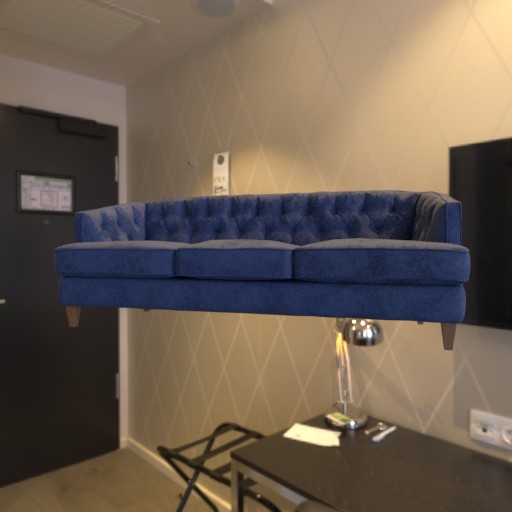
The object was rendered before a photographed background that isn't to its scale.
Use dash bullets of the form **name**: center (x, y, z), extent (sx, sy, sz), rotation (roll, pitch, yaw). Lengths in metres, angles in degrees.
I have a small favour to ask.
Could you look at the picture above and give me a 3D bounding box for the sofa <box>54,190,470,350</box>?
- **sofa**: center (0.000, 0.000, 2.719), extent (2.278, 0.855, 0.941), rotation (0, 1, 17)
